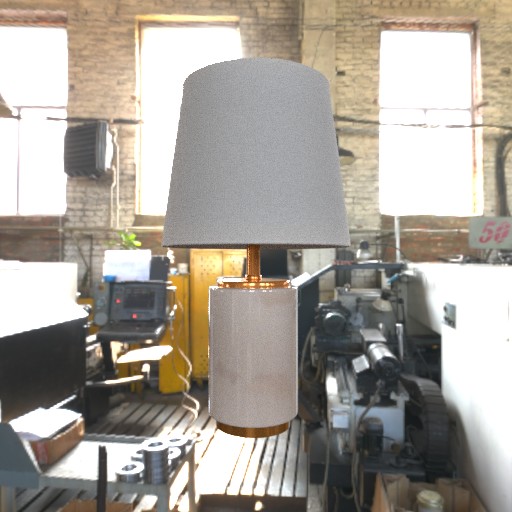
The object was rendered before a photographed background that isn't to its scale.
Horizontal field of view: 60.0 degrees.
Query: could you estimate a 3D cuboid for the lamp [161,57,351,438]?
[{"bbox_3d":[0.000,0.000,0.453,0.189,0.340,0.189,0,0,0],"label":"lamp"}]
